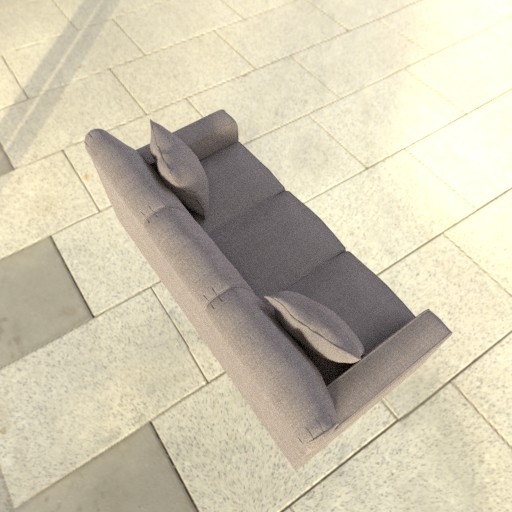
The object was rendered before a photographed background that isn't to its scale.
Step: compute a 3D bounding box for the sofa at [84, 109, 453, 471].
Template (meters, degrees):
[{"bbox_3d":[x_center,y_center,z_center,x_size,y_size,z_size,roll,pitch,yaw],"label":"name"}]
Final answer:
[{"bbox_3d":[0.000,0.000,2.571,0.997,0.958,2.024,-32,63,-18],"label":"sofa"}]
